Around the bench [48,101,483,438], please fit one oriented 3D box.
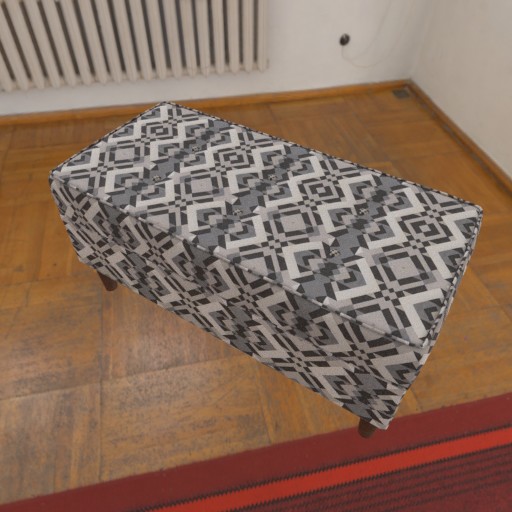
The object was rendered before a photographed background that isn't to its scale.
[{"bbox_3d":[0.000,0.000,1.261,1.016,0.477,0.492,25,51,22],"label":"bench"}]
